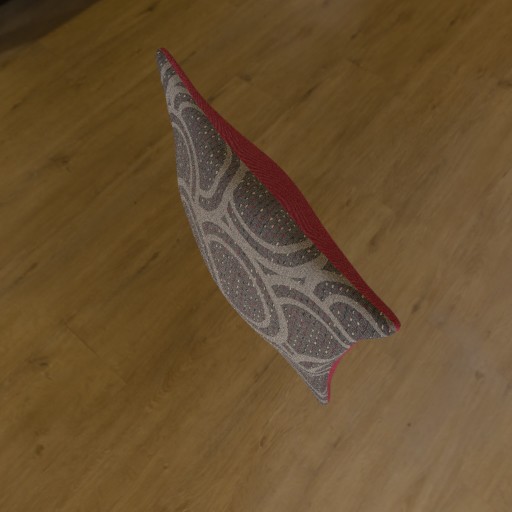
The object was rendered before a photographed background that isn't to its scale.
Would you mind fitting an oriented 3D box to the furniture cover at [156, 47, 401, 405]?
[{"bbox_3d":[0.000,0.000,0.774,0.163,0.513,0.514,-31,67,-15],"label":"furniture cover"}]
